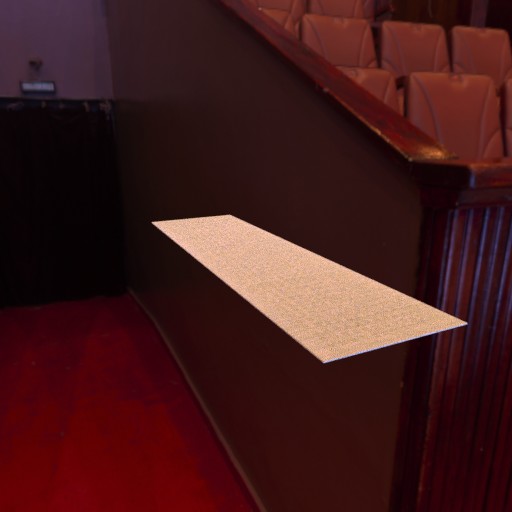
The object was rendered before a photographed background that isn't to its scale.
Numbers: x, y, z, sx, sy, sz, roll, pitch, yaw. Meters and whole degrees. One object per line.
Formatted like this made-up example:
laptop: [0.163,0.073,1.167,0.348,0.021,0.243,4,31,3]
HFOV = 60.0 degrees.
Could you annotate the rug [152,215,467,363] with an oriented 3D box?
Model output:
rug: [0.000,0.000,2.672,0.686,0.006,2.437,-8,18,-25]
